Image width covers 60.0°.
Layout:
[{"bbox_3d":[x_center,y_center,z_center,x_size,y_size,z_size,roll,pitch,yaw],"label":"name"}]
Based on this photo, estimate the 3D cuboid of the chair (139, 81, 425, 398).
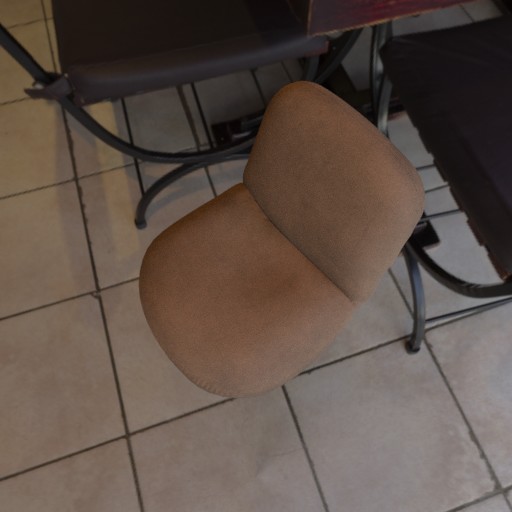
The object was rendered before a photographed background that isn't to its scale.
[{"bbox_3d":[0.000,0.000,1.055,0.597,0.594,0.521,-34,68,-16],"label":"chair"}]
